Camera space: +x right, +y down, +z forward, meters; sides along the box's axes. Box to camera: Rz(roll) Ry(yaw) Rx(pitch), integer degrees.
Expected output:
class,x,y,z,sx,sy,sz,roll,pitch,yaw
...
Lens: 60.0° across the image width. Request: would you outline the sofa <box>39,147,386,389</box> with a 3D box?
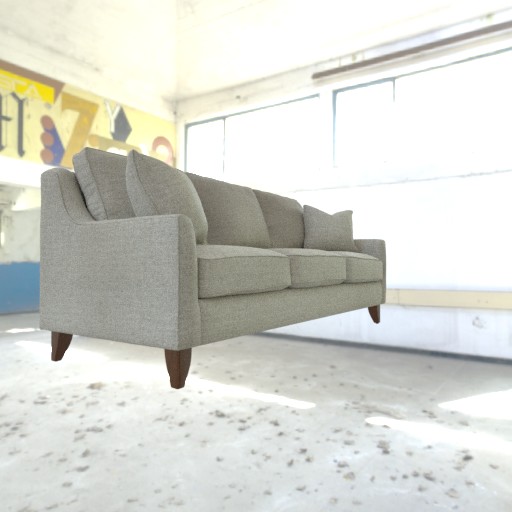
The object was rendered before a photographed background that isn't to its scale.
class,x,y,z,sx,sy,sz,roll,pitch,yaw
sofa,0.000,0.000,2.471,0.865,0.914,2.031,0,-1,35
